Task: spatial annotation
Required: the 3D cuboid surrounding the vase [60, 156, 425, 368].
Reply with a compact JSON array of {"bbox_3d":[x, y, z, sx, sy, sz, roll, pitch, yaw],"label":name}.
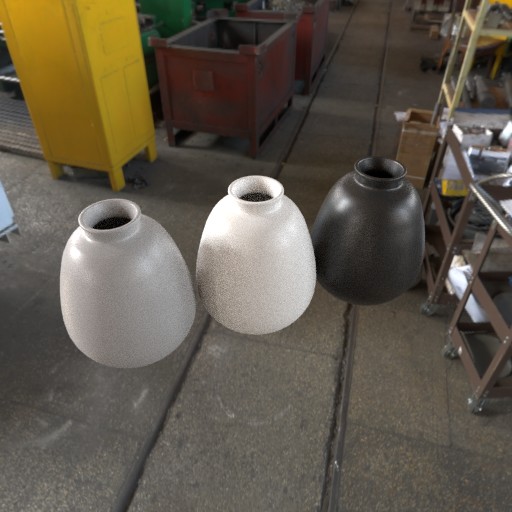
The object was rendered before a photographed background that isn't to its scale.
[{"bbox_3d":[0.000,0.000,0.350,0.297,0.122,0.097,-12,41,-14],"label":"vase"}]
